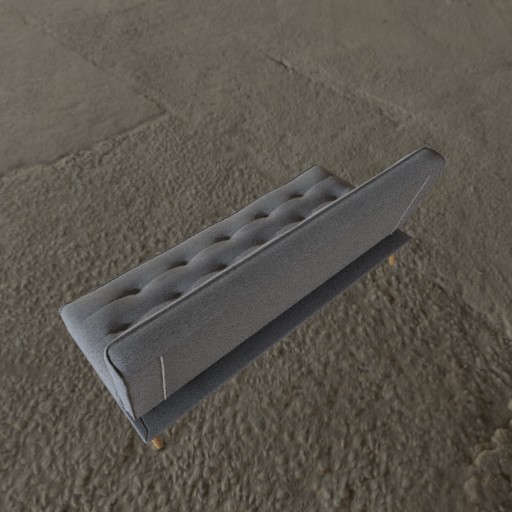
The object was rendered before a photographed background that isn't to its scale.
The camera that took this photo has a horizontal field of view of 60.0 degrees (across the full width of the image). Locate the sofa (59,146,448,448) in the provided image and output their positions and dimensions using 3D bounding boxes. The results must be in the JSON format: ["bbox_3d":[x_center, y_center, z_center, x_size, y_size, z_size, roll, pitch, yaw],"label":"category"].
[{"bbox_3d":[0.000,0.000,2.262,1.820,0.830,0.810,-32,55,-27],"label":"sofa"}]
